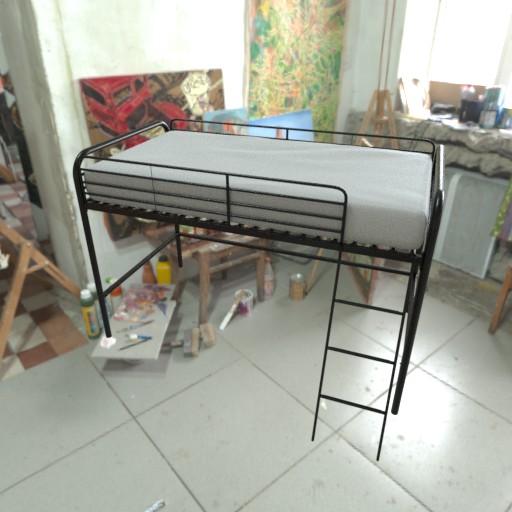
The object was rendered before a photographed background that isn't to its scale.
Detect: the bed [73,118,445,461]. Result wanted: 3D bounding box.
[{"bbox_3d":[0.000,0.000,2.769,1.968,1.289,1.393,10,31,18],"label":"bed"}]
